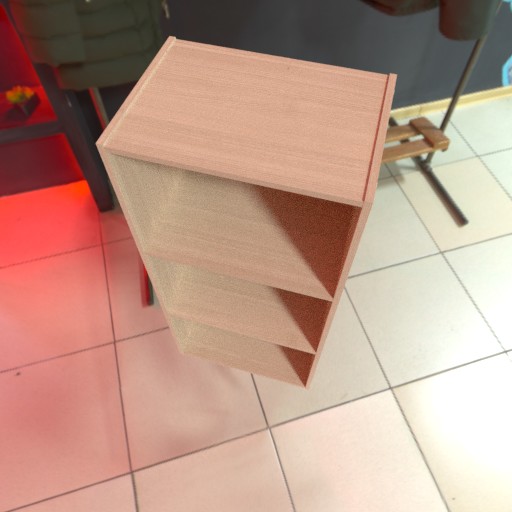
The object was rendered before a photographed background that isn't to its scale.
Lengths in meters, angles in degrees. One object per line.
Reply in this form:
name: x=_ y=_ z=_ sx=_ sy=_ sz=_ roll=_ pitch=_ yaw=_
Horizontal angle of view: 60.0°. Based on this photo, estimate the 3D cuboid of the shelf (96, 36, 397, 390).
shelf: x=0.000 y=0.000 z=1.074 sx=0.417 sy=0.876 sz=0.292 roll=14 pitch=58 yaw=9
